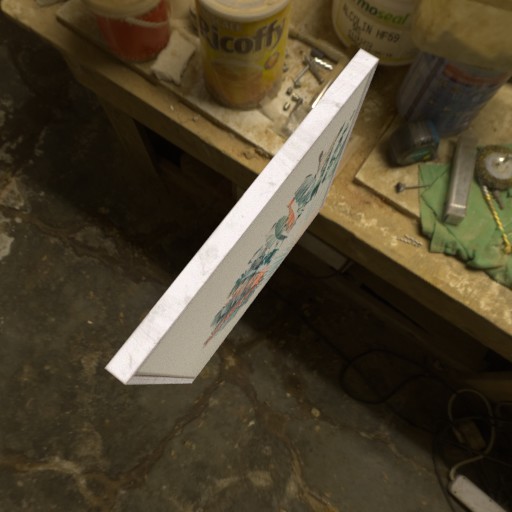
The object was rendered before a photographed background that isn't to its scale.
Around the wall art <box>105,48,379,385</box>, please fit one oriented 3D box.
[{"bbox_3d":[0.000,0.000,0.770,0.029,0.506,0.508,35,77,9],"label":"wall art"}]
